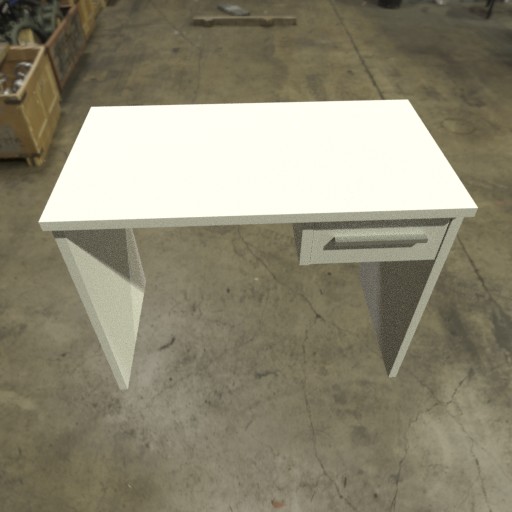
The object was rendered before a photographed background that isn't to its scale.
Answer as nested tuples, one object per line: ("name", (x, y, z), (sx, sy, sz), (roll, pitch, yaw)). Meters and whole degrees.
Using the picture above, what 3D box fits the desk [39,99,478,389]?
("desk", (0.000, 0.000, 1.338), (0.900, 0.729, 0.498), (-2, 45, -2))
